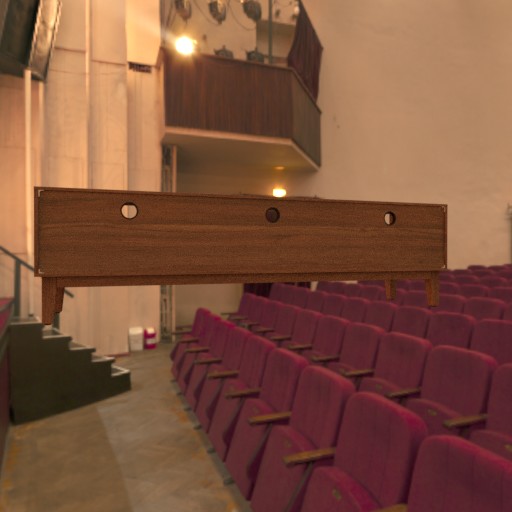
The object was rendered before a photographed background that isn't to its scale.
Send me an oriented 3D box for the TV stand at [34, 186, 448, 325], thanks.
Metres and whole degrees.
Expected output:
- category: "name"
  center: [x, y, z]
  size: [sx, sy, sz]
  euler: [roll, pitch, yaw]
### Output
- category: "TV stand"
  center: [0.000, 0.000, 1.695]
  size: [1.482, 0.409, 0.366]
  euler: [0, 0, -19]
